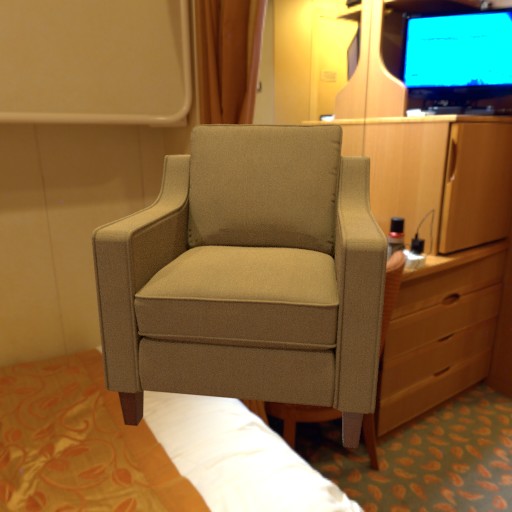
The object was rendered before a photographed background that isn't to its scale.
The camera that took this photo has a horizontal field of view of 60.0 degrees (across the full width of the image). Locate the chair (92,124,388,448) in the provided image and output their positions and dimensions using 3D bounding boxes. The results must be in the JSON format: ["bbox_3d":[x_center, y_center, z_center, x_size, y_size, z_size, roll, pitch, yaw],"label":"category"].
[{"bbox_3d":[0.000,0.000,1.663,0.831,0.960,0.909,2,16,8],"label":"chair"}]
